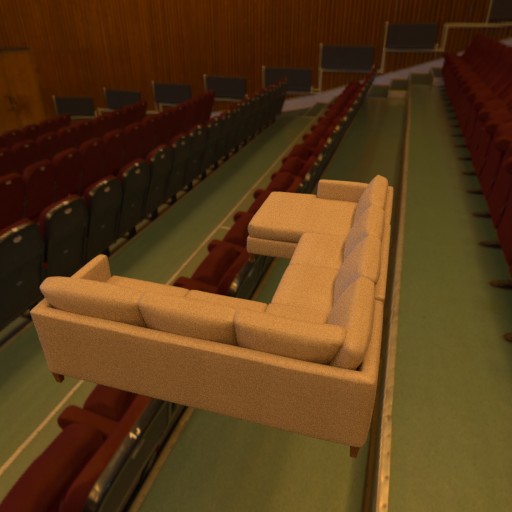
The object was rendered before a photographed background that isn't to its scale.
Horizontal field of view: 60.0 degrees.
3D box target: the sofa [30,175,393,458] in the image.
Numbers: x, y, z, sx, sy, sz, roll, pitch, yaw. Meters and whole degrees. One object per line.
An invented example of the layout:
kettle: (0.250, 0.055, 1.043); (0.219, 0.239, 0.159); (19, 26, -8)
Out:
sofa: (0.000, 0.000, 4.561); (2.594, 0.961, 3.460); (9, 31, 14)
